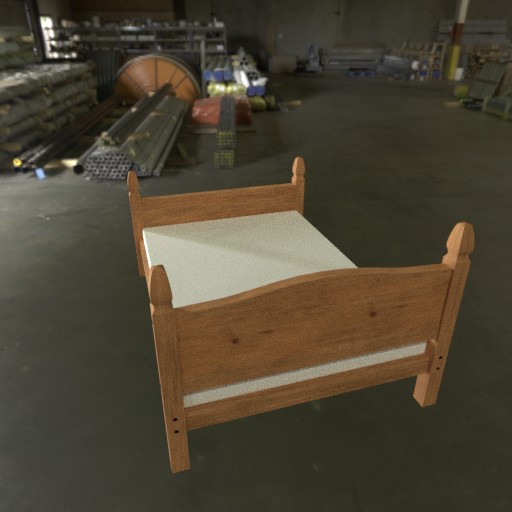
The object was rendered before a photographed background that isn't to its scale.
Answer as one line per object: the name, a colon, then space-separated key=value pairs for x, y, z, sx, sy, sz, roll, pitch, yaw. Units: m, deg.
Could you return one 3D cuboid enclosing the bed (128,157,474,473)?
bed: x=0.000 y=0.000 z=2.942 sx=1.490 sy=1.100 sz=2.069 roll=-8 pitch=28 yaw=-15
